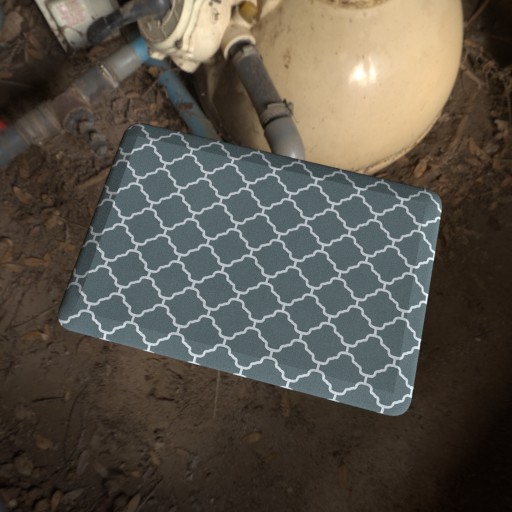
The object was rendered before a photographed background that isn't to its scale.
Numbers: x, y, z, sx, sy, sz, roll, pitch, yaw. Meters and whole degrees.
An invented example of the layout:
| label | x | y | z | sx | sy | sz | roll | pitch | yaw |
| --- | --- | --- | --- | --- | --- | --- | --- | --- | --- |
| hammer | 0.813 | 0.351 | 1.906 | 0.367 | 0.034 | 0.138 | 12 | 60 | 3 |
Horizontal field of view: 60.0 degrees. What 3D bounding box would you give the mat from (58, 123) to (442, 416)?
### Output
| label | x | y | z | sx | sy | sz | roll | pitch | yaw |
| --- | --- | --- | --- | --- | --- | --- | --- | --- | --- |
| mat | 0.000 | 0.000 | 0.972 | 0.762 | 0.021 | 0.508 | 14 | 76 | 4 |
